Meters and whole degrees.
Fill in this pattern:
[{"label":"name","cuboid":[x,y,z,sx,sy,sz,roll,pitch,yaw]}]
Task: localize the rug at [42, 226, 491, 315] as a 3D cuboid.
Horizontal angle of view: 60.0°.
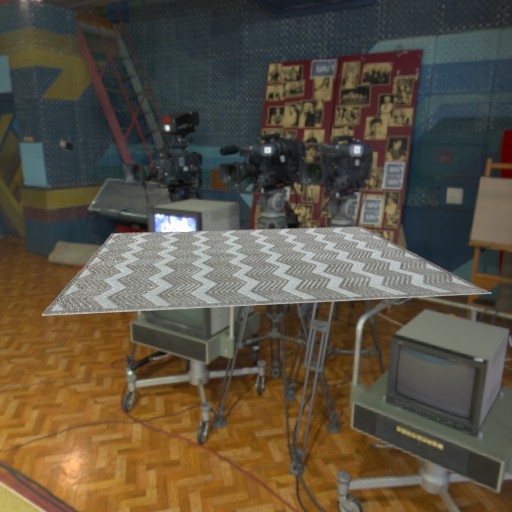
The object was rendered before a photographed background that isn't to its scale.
[{"label":"rug","cuboid":[0.000,0.000,3.940,2.880,0.005,2.391,-2,15,-8]}]
